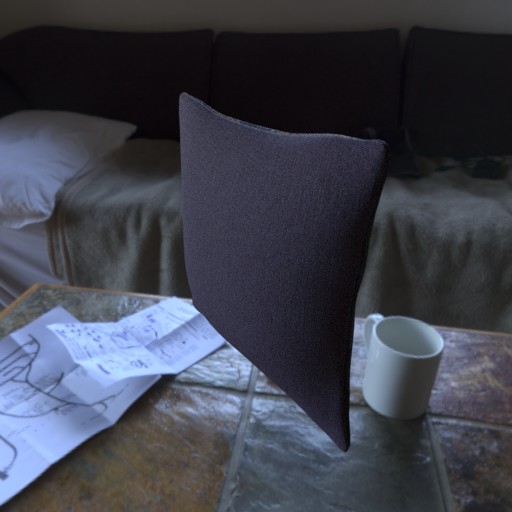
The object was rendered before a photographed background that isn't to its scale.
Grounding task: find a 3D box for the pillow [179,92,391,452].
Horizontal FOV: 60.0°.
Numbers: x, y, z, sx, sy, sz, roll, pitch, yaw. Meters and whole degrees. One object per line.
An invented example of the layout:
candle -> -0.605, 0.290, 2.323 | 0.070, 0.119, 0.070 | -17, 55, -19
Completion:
pillow -> 0.000, 0.000, 0.660 | 0.136, 0.419, 0.437 | -18, 32, -31
